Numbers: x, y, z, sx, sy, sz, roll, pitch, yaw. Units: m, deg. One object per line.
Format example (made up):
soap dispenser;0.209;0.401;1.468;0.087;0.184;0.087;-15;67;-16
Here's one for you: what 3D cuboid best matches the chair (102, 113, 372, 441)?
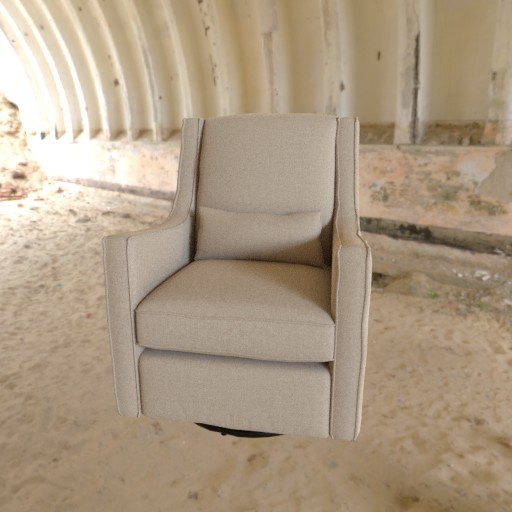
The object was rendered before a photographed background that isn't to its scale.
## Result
chair;0.000;0.000;1.573;0.732;0.993;0.879;3;16;9
